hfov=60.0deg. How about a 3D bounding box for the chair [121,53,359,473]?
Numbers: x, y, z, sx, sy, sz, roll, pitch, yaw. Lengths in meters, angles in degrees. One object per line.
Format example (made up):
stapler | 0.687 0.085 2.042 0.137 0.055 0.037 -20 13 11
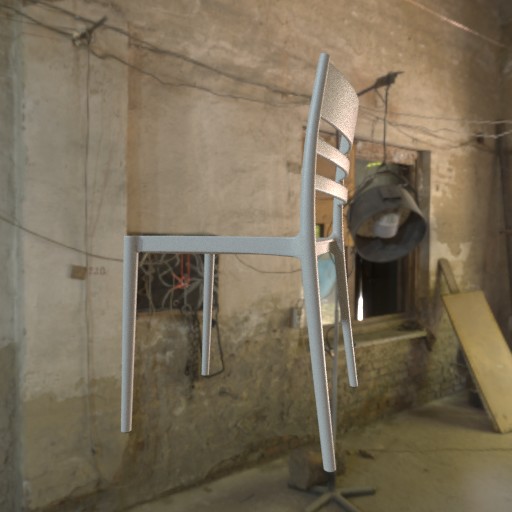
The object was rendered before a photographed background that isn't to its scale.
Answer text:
chair | 0.000 0.000 1.146 0.511 0.800 0.531 1 2 17
